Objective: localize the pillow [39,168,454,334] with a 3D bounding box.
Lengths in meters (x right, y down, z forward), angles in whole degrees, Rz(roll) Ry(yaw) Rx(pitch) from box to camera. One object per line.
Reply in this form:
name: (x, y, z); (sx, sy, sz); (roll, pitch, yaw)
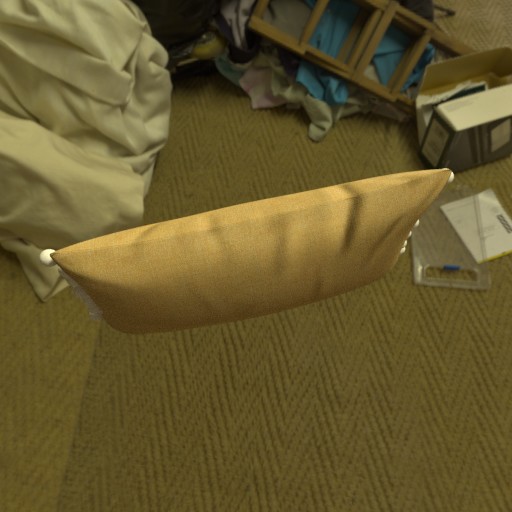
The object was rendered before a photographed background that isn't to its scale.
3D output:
pillow: (0.000, 0.000, 0.834); (0.709, 0.322, 0.201); (-12, 64, -6)
